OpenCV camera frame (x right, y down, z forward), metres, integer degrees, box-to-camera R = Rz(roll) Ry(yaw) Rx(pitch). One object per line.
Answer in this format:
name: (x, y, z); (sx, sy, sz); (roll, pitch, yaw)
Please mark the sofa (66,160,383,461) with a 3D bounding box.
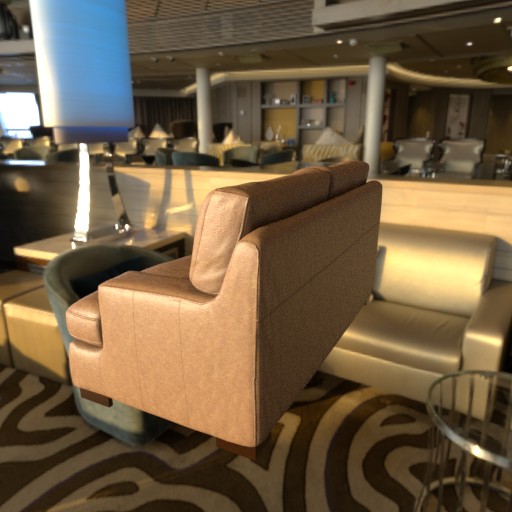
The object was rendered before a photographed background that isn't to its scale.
sofa: (0.000, 0.000, 2.431); (0.962, 0.980, 1.855); (8, 18, 26)
